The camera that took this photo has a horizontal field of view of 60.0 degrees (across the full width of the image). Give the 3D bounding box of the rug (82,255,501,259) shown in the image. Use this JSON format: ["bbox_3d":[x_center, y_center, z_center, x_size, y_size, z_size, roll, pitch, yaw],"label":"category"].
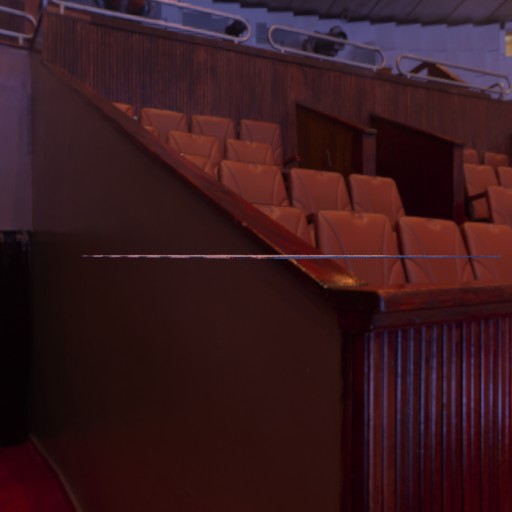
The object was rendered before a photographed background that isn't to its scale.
[{"bbox_3d":[0.000,0.000,2.800,1.522,0.010,2.311,0,0,-36],"label":"rug"}]
